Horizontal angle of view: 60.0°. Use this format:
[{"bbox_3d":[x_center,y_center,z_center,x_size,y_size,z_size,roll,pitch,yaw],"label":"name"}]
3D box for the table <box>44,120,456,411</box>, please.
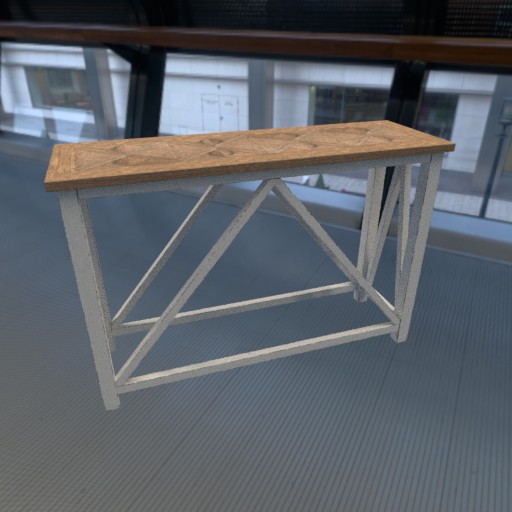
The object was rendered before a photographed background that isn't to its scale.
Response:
[{"bbox_3d":[0.000,0.000,1.842,1.400,0.930,0.450,-9,29,-16],"label":"table"}]
